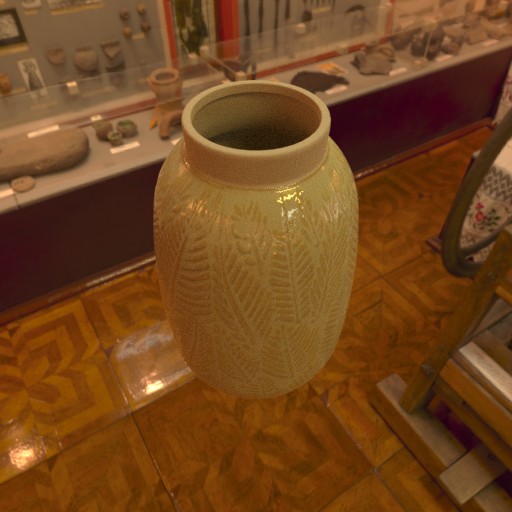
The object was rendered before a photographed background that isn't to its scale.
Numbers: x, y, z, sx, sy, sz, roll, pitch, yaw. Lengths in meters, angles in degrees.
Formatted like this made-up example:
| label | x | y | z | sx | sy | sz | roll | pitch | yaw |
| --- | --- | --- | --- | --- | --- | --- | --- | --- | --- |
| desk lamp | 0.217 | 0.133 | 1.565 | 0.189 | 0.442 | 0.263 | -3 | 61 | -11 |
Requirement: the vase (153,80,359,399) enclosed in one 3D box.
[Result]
| label | x | y | z | sx | sy | sz | roll | pitch | yaw |
| --- | --- | --- | --- | --- | --- | --- | --- | --- | --- |
| vase | 0.000 | 0.000 | 0.385 | 0.172 | 0.270 | 0.172 | 0 | 47 | 0 |
